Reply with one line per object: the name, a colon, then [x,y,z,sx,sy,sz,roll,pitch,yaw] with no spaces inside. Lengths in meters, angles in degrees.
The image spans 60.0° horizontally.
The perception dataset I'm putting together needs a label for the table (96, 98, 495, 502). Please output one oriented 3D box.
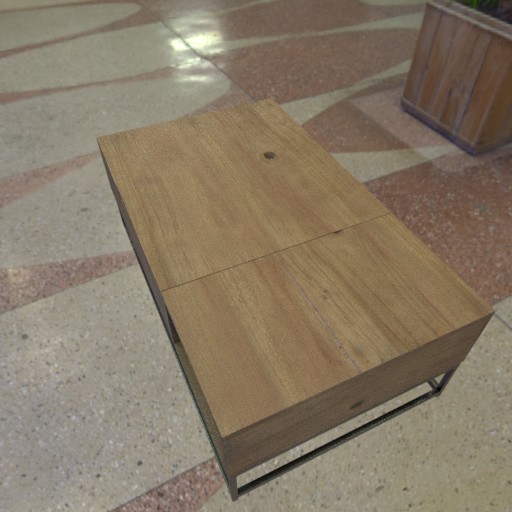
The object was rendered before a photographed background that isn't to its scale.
table: [0.000,0.000,1.366,0.655,0.395,1.101,-19,49,-17]
